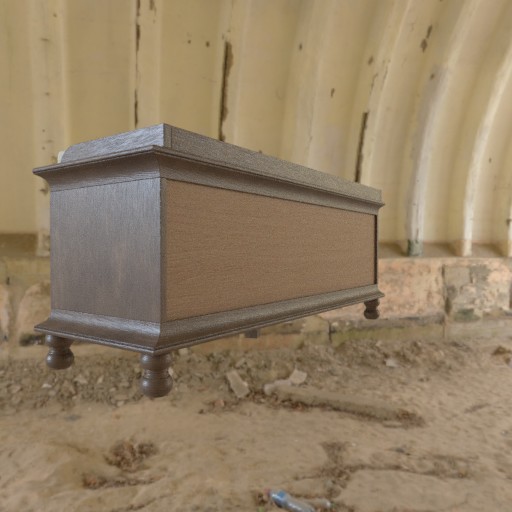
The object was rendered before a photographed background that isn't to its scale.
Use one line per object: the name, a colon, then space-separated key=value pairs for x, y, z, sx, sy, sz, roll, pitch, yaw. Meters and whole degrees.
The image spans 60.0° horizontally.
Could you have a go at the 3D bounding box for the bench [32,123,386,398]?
bench: x=0.000 y=0.000 z=1.372 sx=0.402 sy=0.501 sz=1.185 roll=1 pitch=1 yaw=35
